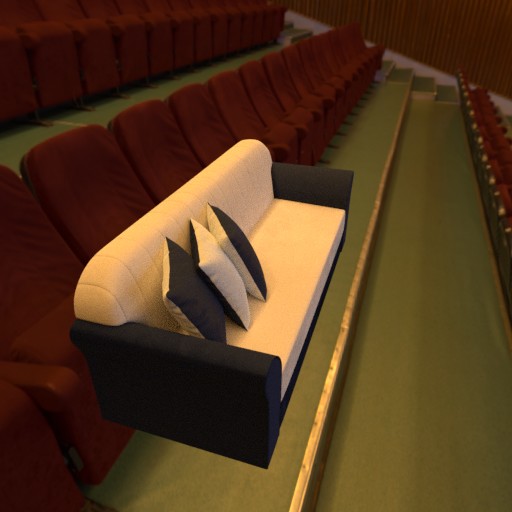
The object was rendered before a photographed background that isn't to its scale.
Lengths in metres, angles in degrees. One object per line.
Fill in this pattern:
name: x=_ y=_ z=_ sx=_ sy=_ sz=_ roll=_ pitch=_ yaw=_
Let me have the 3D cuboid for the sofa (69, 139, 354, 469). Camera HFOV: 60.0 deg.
sofa: x=0.000 y=0.000 z=2.390 sx=0.749 sy=0.789 sz=2.006 roll=10 pitch=32 yaw=16
